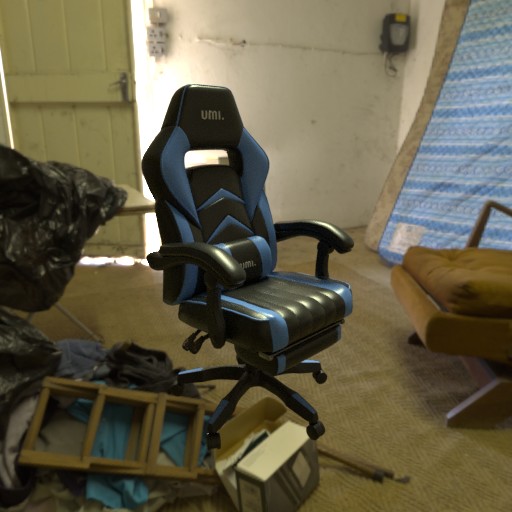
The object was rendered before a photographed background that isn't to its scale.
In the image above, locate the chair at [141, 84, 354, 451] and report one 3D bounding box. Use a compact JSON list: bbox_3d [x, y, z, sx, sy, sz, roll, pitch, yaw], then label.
[{"bbox_3d":[0.000,0.000,1.717,0.700,1.280,0.700,-15,21,-43],"label":"chair"}]
